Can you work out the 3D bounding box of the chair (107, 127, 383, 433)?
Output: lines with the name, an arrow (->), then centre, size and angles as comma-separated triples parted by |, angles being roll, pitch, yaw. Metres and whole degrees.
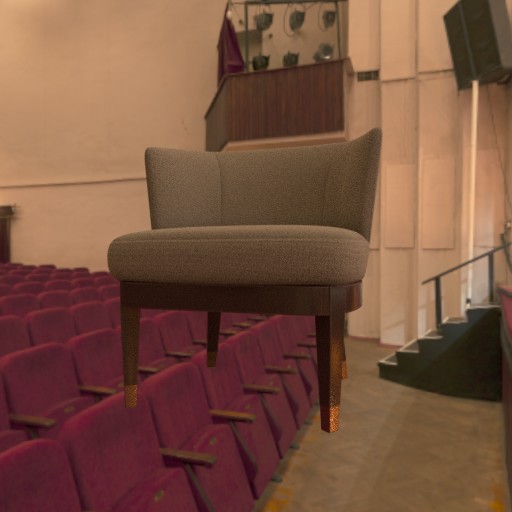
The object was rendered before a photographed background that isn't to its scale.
chair -> 0.000, 0.000, 1.272 | 0.700, 0.760, 0.660 | 0, 0, 18
